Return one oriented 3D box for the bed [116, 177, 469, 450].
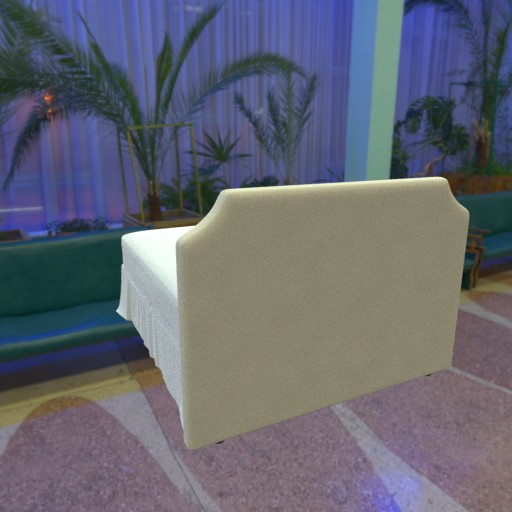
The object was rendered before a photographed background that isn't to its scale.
[{"bbox_3d":[0.000,0.000,3.334,1.827,1.296,2.209,-8,17,-25],"label":"bed"}]
